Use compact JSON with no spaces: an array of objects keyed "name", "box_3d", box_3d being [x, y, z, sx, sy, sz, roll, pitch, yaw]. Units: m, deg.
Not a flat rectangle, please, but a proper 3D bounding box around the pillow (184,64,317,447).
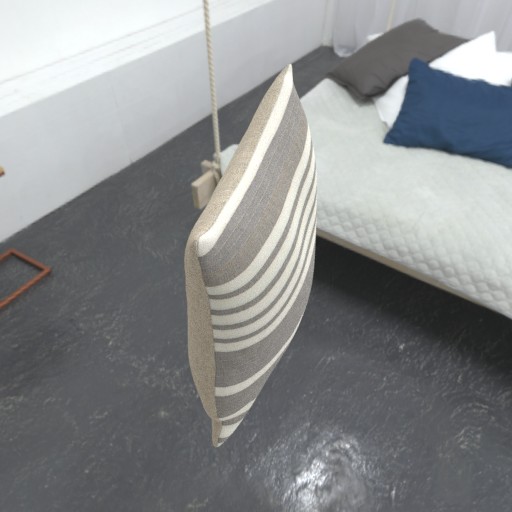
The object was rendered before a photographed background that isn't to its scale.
[{"name":"pillow","box_3d":[0.000,0.000,0.692,0.182,0.440,0.439,11,46,10]}]
